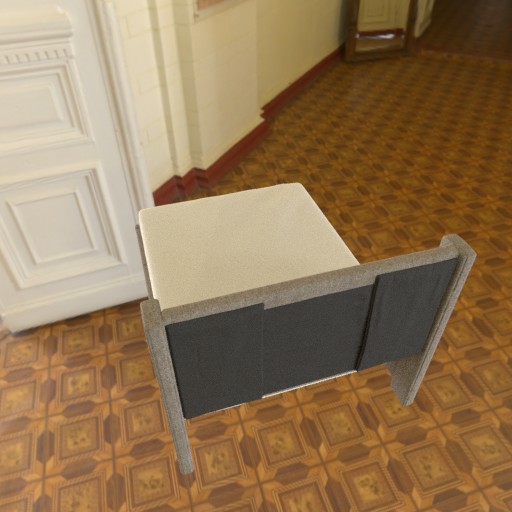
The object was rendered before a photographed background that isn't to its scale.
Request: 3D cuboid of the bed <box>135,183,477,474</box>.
[{"bbox_3d":[0.000,0.000,3.383,1.714,1.481,2.245,-12,43,-13],"label":"bed"}]
